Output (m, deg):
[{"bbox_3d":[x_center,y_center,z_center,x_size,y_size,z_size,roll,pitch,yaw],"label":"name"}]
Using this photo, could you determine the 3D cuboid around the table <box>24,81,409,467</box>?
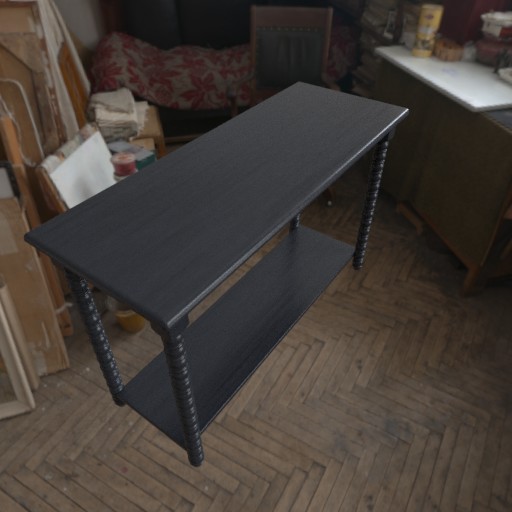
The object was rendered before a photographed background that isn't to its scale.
[{"bbox_3d":[0.000,0.000,1.502,0.459,0.735,1.184,26,47,26],"label":"table"}]
